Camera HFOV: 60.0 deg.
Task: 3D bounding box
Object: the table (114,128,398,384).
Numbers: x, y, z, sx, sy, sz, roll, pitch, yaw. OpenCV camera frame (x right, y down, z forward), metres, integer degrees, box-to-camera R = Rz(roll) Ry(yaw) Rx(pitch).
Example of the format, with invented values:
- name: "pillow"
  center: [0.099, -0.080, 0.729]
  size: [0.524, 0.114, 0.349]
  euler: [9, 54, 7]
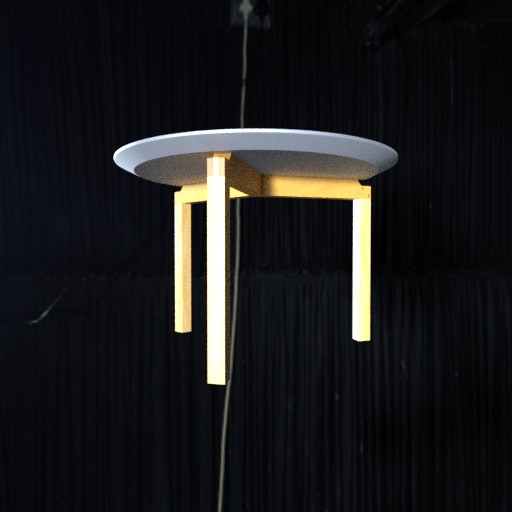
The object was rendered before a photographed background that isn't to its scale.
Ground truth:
- name: "table"
  center: [0.000, 0.000, 0.987]
  size: [0.600, 0.405, 0.600]
  euler: [0, 1, 0]
